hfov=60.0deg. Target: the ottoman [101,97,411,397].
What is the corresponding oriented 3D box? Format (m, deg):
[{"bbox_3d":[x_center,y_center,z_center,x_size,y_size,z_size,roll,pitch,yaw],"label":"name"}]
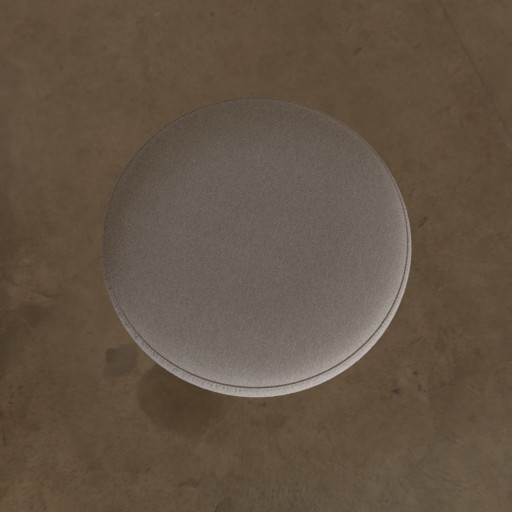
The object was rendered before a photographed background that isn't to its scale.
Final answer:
[{"bbox_3d":[0.000,0.000,1.019,0.608,0.433,0.608,0,75,0],"label":"ottoman"}]
